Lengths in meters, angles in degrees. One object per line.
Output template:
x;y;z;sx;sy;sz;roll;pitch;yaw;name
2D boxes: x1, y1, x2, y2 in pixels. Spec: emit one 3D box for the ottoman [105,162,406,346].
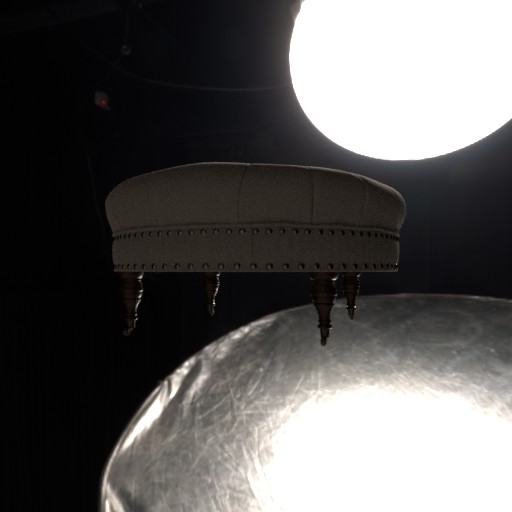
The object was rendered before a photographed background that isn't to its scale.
0.000;0.000;1.384;0.901;0.439;0.901;0;-2;0;ottoman
